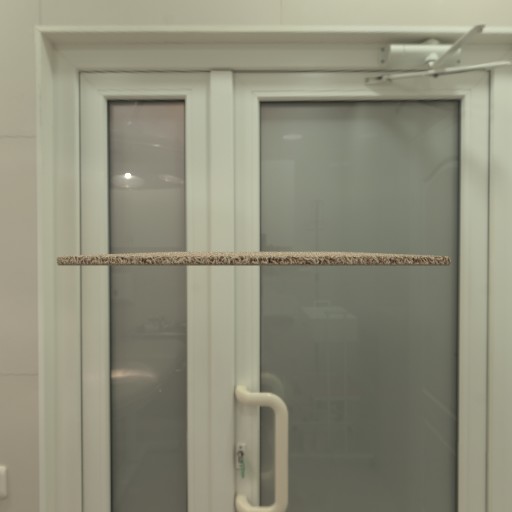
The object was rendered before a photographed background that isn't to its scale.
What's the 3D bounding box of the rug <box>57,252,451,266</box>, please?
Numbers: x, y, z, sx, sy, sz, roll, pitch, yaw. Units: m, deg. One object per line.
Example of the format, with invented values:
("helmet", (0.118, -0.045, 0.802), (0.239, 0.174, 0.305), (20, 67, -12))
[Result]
("rug", (0.000, 0.000, 2.245), (1.219, 0.030, 1.778), (0, 1, 1))
